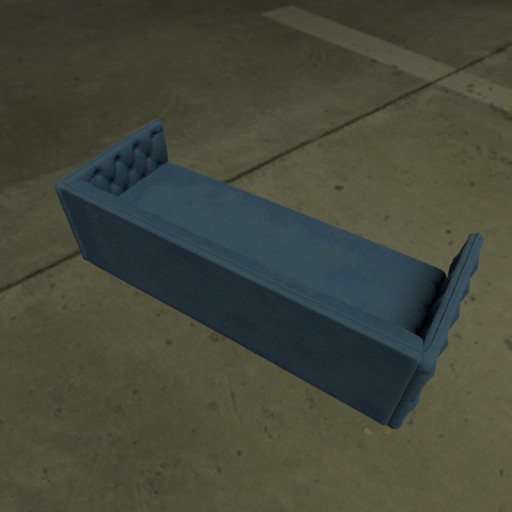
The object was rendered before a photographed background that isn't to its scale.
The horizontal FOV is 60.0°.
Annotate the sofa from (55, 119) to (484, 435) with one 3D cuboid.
[{"bbox_3d":[0.000,0.000,2.614,2.209,0.771,0.895,25,51,22],"label":"sofa"}]
